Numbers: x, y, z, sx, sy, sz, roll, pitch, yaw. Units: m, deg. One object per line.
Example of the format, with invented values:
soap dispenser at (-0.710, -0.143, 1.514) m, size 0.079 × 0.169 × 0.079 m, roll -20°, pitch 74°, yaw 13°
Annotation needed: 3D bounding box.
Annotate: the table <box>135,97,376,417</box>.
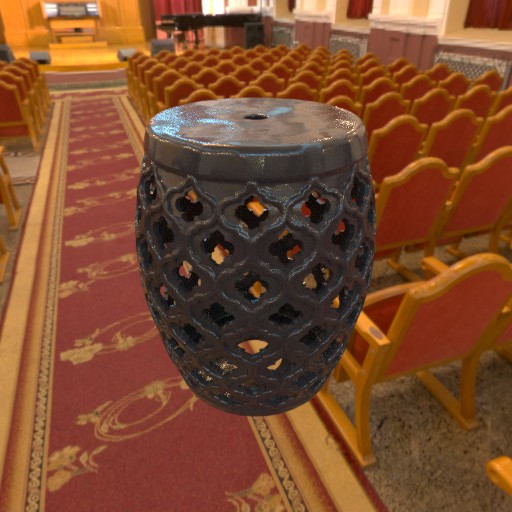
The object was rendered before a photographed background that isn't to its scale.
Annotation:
table at (0.000, 0.000, 0.632) m, size 0.325 × 0.388 × 0.325 m, roll 0°, pitch 30°, yaw 0°
